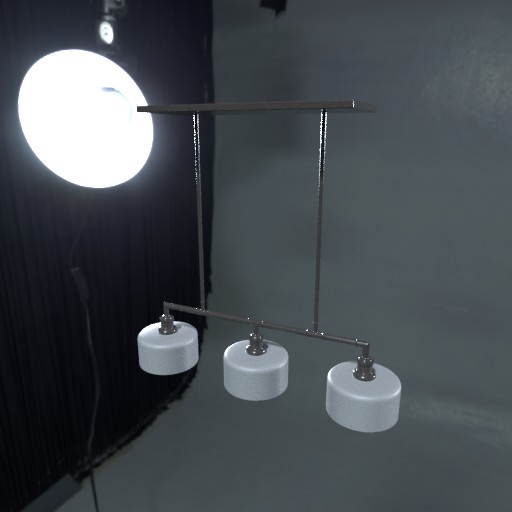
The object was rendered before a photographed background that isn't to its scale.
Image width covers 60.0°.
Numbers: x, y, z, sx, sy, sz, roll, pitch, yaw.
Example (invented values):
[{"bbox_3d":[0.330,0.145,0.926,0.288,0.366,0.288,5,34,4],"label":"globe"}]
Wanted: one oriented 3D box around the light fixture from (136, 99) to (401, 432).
[{"bbox_3d":[0.000,0.000,0.866,0.582,0.557,0.177,7,17,24],"label":"light fixture"}]
